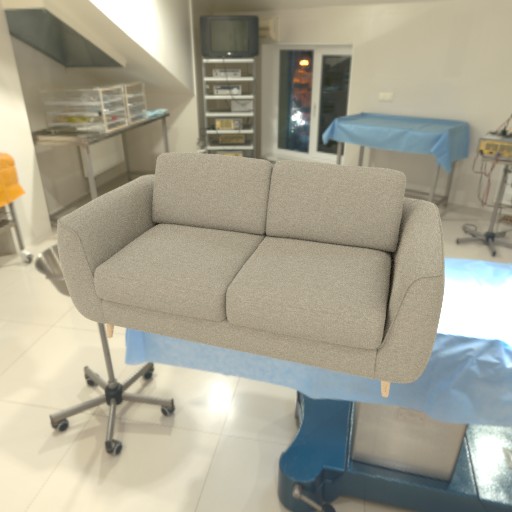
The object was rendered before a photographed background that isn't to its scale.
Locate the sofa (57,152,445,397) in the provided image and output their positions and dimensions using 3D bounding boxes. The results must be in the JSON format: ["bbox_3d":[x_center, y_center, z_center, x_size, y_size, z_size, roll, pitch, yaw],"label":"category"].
[{"bbox_3d":[0.000,0.000,2.202,1.700,0.850,0.920,8,27,16],"label":"sofa"}]
